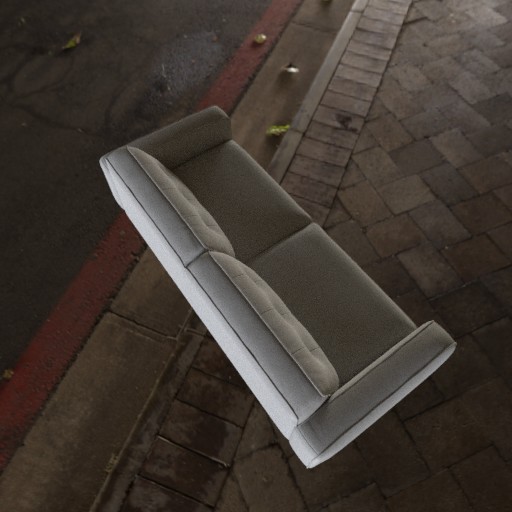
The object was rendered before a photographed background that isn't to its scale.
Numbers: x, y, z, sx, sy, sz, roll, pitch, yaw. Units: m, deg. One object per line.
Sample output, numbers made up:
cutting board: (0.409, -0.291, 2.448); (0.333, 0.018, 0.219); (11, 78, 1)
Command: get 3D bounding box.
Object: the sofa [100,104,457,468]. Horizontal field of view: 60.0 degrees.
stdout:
sofa: (0.000, 0.000, 2.723); (0.956, 0.781, 2.270); (-31, 63, -18)
